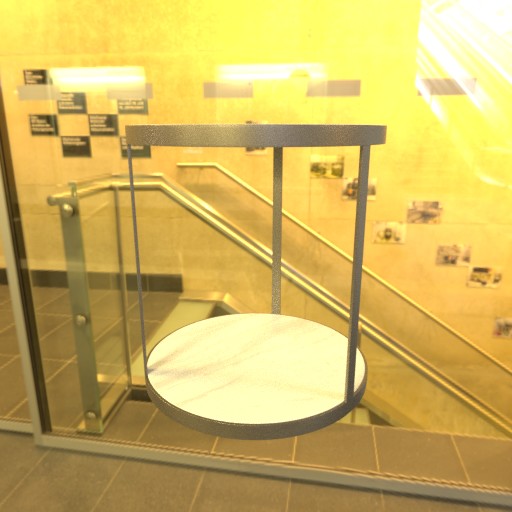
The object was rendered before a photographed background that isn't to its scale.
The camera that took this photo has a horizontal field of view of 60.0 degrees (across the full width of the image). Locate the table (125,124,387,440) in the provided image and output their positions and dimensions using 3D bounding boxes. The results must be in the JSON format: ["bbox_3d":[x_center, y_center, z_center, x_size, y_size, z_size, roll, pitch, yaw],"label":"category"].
[{"bbox_3d":[0.000,0.000,0.847,0.445,0.479,0.445,0,16,0],"label":"table"}]
